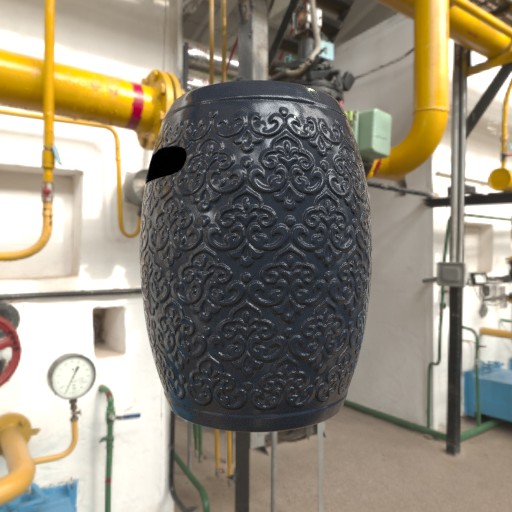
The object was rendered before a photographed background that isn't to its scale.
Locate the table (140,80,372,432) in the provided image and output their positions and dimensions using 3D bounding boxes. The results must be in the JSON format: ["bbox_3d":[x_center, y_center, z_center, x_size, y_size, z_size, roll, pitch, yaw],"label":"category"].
[{"bbox_3d":[0.000,0.000,0.609,0.309,0.397,0.309,0,0,0],"label":"table"}]
